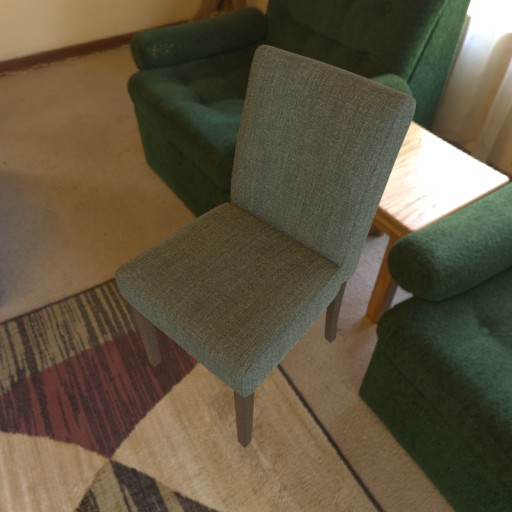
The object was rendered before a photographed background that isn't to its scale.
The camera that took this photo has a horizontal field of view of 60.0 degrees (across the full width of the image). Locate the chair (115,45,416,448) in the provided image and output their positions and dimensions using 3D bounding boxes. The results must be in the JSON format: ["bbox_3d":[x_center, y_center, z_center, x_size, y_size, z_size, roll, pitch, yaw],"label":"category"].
[{"bbox_3d":[0.000,0.000,1.243,0.487,0.884,0.629,32,55,26],"label":"chair"}]
